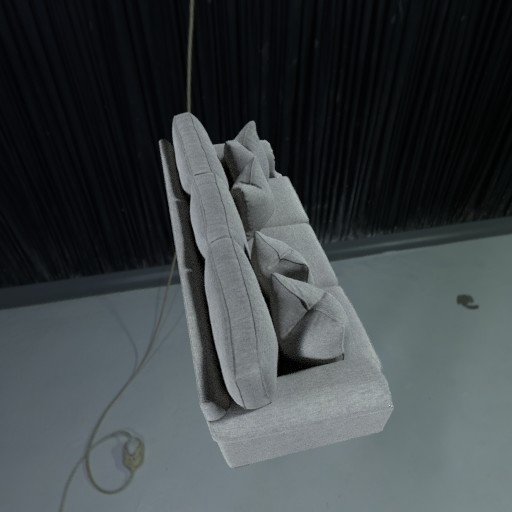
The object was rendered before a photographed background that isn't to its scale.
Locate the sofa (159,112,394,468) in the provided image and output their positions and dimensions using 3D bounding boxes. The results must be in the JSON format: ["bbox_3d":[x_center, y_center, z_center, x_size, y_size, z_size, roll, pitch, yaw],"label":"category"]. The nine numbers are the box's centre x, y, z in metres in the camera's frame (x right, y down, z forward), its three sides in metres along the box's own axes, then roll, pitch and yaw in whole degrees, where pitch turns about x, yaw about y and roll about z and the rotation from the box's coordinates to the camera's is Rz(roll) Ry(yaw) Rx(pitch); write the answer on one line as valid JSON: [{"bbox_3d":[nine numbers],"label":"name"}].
[{"bbox_3d":[0.000,0.000,2.797,0.965,0.975,2.312,-9,45,-9],"label":"sofa"}]
